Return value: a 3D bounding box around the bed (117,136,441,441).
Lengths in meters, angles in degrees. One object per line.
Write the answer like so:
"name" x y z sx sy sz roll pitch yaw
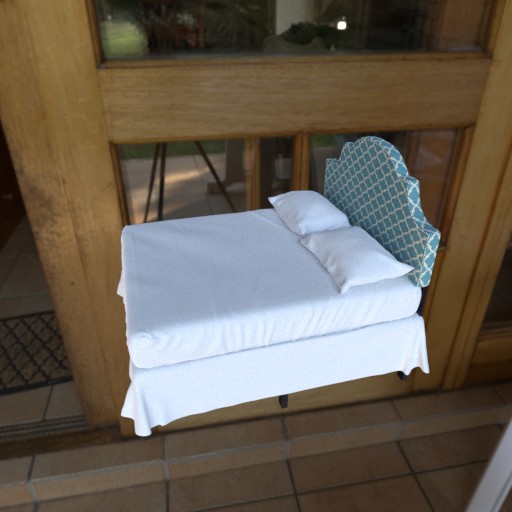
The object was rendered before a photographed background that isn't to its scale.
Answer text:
"bed" 0.000 0.000 3.388 2.222 1.633 1.780 -8 31 -14
